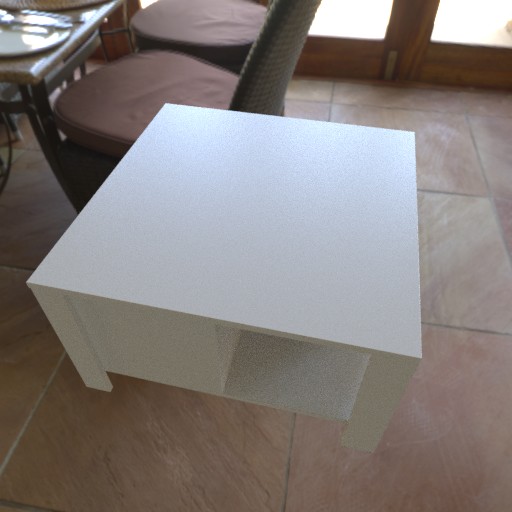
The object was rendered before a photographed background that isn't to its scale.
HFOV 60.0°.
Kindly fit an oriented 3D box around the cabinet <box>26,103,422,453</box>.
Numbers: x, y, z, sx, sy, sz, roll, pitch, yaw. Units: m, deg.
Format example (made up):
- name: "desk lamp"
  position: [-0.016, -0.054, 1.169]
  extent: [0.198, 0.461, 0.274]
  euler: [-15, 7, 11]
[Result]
- name: "cabinet"
  position: [0.000, 0.000, 1.296]
  extent: [0.800, 0.460, 0.800]
  euler: [9, 47, 9]
